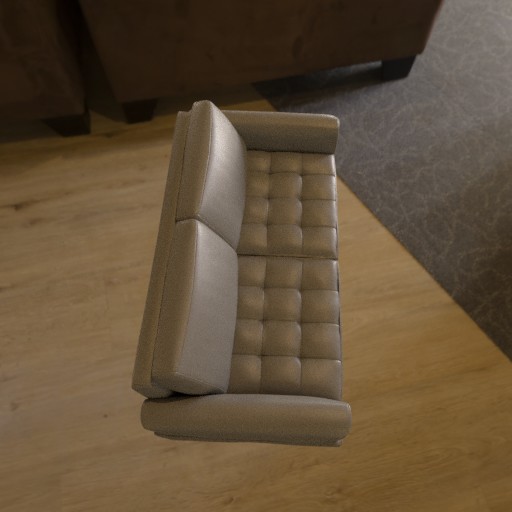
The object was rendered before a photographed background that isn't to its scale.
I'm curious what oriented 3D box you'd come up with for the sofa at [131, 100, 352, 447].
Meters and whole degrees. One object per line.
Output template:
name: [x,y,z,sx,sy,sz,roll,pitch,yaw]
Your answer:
sofa: [0.000,0.000,2.807,1.121,0.930,2.177,3,64,1]
